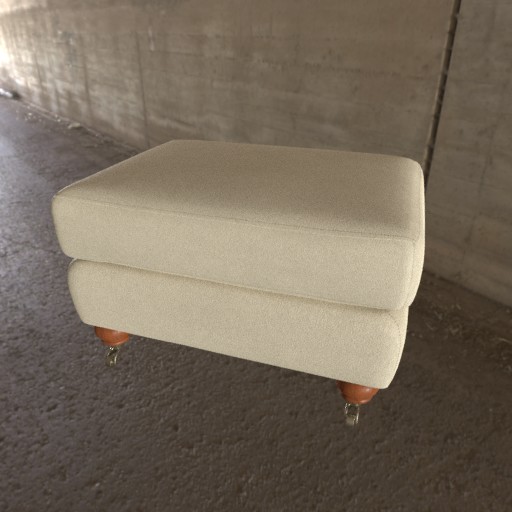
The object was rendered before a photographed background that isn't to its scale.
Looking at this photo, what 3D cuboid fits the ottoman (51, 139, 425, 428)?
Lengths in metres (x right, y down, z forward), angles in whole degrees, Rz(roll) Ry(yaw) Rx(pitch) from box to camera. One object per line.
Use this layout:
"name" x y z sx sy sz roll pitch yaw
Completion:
"ottoman" 0.000 0.000 1.144 0.773 0.499 0.569 9 28 16
